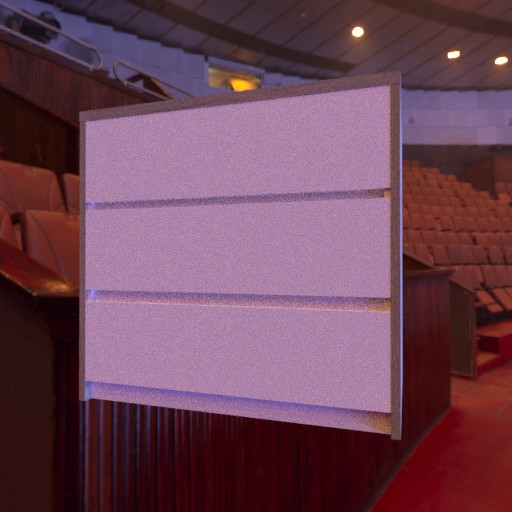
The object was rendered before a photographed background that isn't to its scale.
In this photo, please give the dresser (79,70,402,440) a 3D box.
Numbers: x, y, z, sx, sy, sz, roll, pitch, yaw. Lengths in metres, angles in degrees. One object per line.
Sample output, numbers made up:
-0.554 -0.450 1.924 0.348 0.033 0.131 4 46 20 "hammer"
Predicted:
0.000 0.000 1.293 0.809 0.762 0.529 0 0 19 "dresser"
